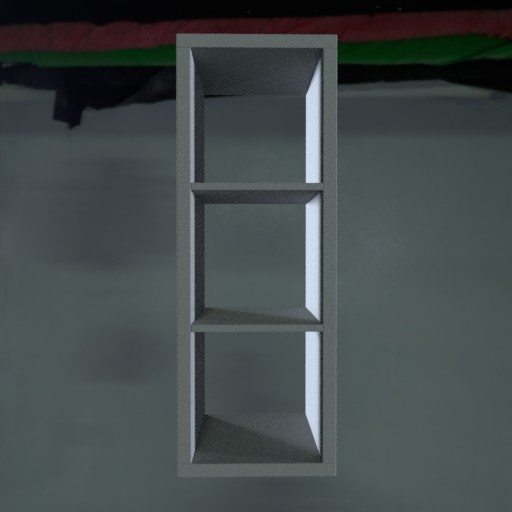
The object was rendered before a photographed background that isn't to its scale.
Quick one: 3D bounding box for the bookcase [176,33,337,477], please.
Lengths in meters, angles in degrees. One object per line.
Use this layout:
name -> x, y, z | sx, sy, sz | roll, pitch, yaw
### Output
bookcase -> 0.000, 0.000, 1.246 | 0.390, 1.080, 0.330 | 0, 1, -1
